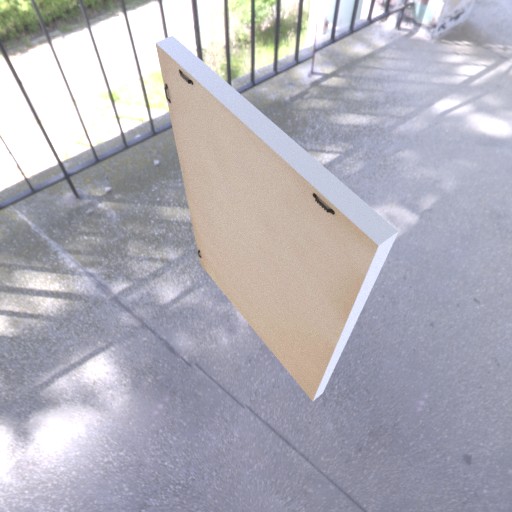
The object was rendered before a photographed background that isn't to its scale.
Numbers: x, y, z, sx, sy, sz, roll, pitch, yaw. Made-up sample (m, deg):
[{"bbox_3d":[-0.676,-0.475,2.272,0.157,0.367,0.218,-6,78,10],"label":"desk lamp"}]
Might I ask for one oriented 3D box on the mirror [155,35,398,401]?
[{"bbox_3d":[0.000,0.000,0.928,0.039,0.710,0.507,-33,63,-19],"label":"mirror"}]
